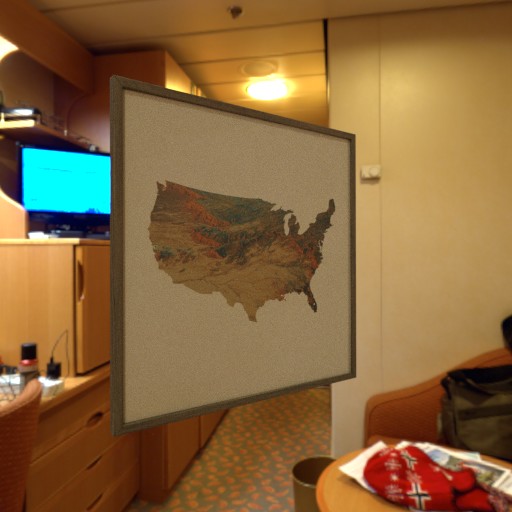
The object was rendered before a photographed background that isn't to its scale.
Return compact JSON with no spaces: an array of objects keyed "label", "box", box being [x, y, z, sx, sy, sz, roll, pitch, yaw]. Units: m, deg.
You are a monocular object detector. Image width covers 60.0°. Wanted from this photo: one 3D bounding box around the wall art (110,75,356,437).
[{"label":"wall art","box":[0.000,0.000,0.779,0.508,0.507,0.016,0,0,-37]}]
